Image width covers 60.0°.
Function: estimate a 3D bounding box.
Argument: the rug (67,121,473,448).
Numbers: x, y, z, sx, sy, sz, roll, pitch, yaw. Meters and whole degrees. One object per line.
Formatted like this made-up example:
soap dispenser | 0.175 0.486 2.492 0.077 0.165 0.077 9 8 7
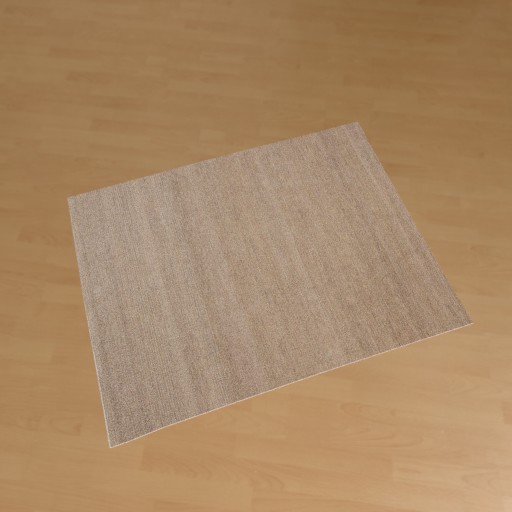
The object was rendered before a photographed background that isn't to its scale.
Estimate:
rug | 0.000 0.000 4.207 3.245 0.046 2.467 -16 65 -8
